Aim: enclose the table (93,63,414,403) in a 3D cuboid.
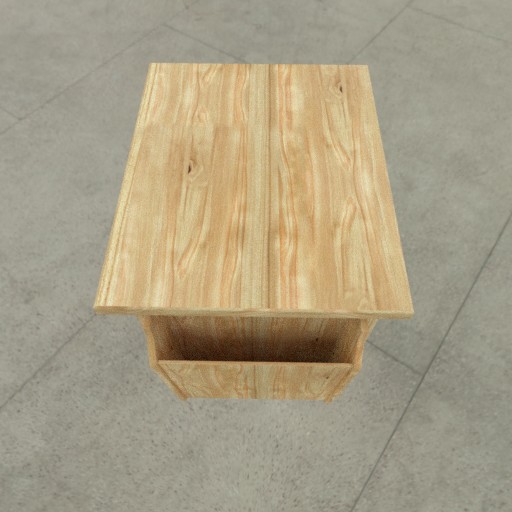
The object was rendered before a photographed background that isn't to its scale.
[{"bbox_3d":[0.000,0.000,0.864,0.380,0.515,0.530,1,58,1],"label":"table"}]
